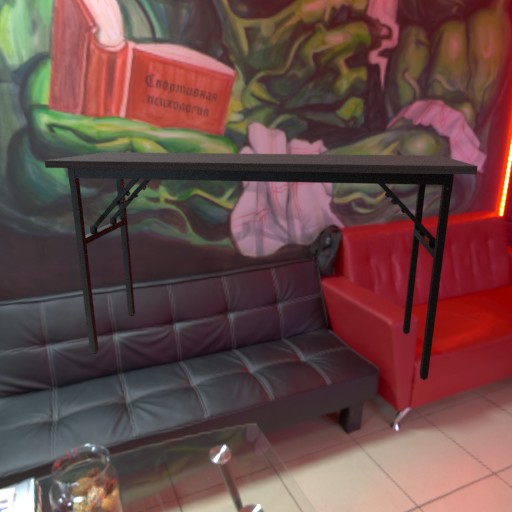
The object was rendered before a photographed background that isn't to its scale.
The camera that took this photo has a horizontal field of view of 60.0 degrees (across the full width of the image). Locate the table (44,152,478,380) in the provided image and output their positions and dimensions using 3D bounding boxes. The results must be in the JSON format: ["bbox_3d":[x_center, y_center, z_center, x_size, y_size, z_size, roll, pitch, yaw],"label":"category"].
[{"bbox_3d":[0.000,0.000,1.731,1.399,0.750,0.449,2,17,8],"label":"table"}]
